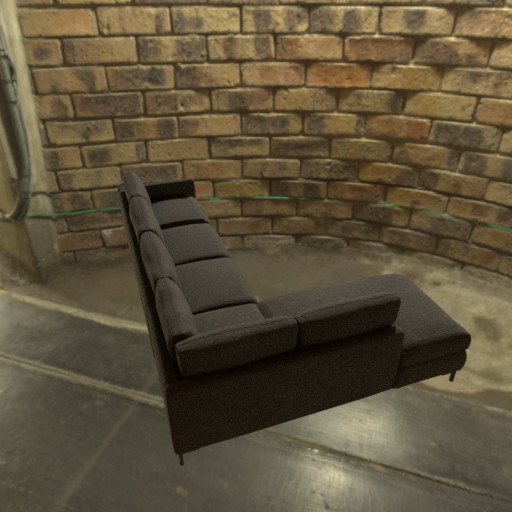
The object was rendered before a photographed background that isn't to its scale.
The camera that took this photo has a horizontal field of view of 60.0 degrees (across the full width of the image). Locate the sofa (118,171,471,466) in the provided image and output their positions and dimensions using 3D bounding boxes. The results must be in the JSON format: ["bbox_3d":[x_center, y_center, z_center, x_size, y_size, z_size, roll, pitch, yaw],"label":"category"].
[{"bbox_3d":[0.000,0.000,3.790,2.007,0.815,2.949,-11,33,-17],"label":"sofa"}]
